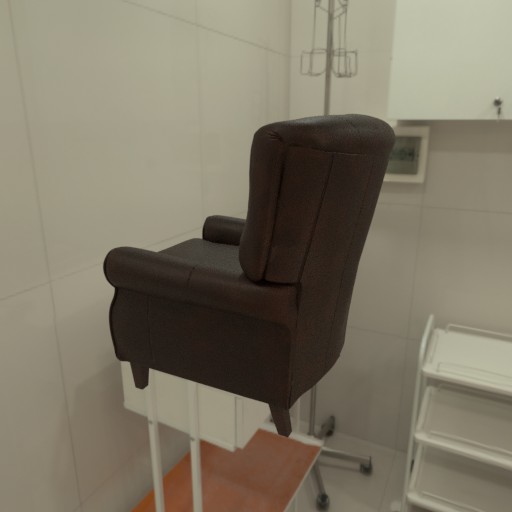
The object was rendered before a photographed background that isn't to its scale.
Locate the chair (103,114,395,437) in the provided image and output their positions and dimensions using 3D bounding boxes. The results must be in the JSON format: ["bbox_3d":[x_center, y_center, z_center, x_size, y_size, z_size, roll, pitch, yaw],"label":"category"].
[{"bbox_3d":[0.000,0.000,1.907,1.058,1.158,0.948,8,19,25],"label":"chair"}]
